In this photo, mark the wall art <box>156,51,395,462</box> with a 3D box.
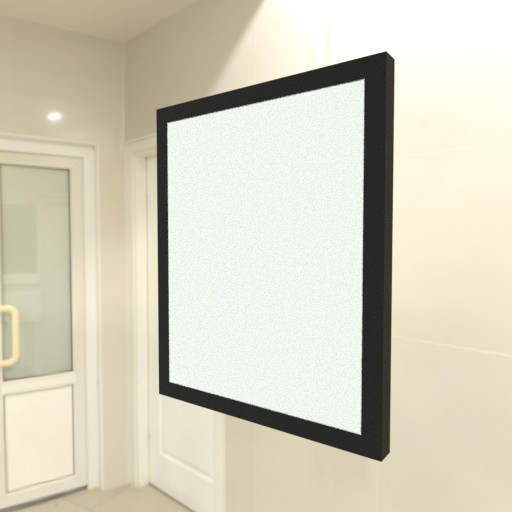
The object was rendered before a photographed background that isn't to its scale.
[{"bbox_3d":[0.000,0.000,0.542,0.329,0.404,0.024,2,3,36],"label":"wall art"}]
